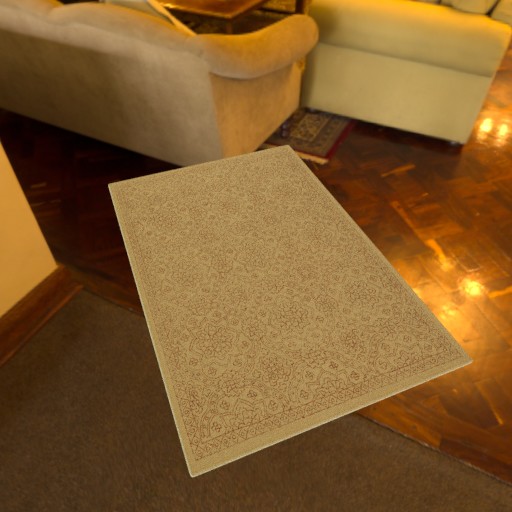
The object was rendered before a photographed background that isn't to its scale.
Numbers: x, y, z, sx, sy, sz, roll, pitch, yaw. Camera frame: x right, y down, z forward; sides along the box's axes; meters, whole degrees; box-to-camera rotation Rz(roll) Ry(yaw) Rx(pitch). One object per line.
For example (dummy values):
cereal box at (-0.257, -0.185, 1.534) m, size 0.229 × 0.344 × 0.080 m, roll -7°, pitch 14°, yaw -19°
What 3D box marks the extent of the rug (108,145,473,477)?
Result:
rug at (0.000, 0.000, 2.281) m, size 1.219 × 0.010 × 1.829 m, roll -16°, pitch 47°, yaw -15°
